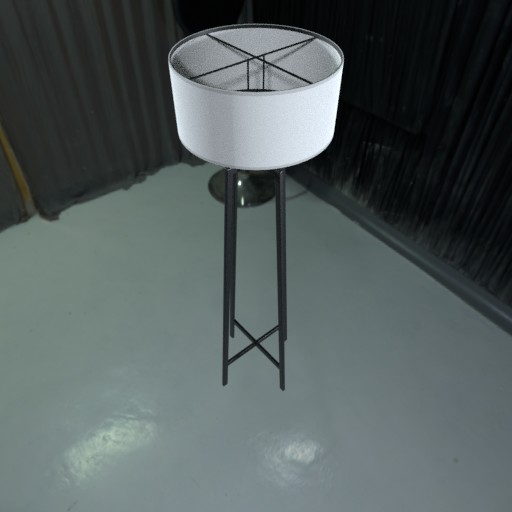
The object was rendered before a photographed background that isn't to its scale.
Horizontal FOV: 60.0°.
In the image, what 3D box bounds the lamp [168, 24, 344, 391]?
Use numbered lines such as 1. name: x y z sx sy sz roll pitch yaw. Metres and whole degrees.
1. lamp: 0.000 0.000 1.701 0.457 1.510 0.456 -31 53 -27
